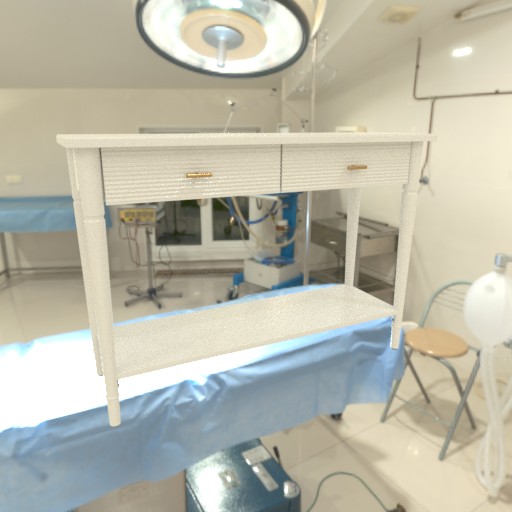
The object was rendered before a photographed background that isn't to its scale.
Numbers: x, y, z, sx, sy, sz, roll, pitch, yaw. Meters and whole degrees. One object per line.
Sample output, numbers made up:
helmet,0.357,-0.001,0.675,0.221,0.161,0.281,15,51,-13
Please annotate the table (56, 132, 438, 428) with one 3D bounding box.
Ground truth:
table,0.000,0.000,1.412,1.067,0.749,0.381,-8,18,-25
